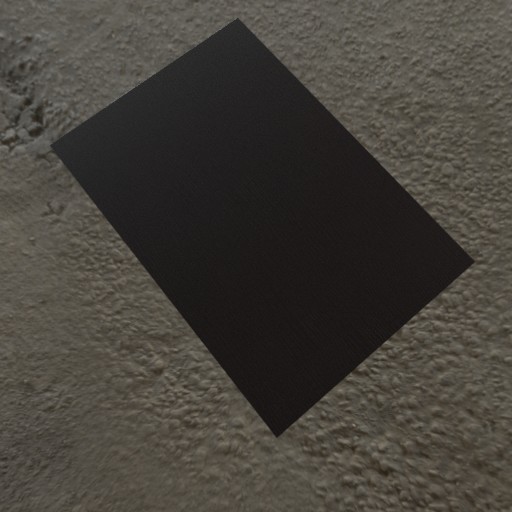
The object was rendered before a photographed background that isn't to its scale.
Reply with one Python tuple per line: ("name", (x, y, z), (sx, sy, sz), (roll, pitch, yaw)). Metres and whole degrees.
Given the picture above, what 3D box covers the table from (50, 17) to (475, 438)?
("table", (0.000, 0.000, 1.057), (0.408, 0.711, 0.589), (-38, 79, -9))
